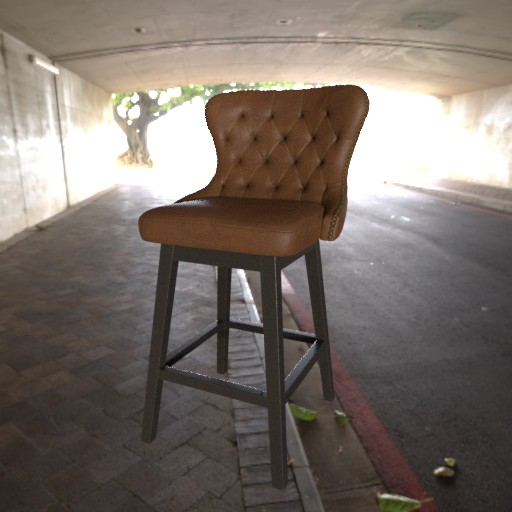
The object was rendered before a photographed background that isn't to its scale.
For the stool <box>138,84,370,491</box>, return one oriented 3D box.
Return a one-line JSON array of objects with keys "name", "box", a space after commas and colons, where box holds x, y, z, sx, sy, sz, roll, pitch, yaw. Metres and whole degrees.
[{"name": "stool", "box": [0.000, 0.000, 1.282, 0.528, 0.971, 0.593, 7, 16, 25]}]
